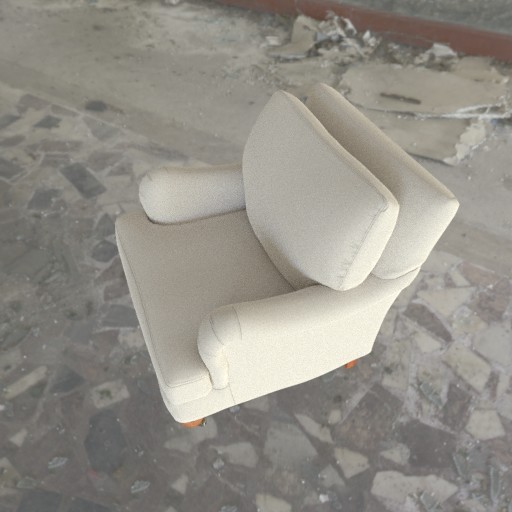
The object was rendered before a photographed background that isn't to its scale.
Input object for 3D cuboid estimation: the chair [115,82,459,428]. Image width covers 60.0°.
[{"bbox_3d":[0.000,0.000,1.879,1.070,1.038,0.955,-18,50,-15],"label":"chair"}]
